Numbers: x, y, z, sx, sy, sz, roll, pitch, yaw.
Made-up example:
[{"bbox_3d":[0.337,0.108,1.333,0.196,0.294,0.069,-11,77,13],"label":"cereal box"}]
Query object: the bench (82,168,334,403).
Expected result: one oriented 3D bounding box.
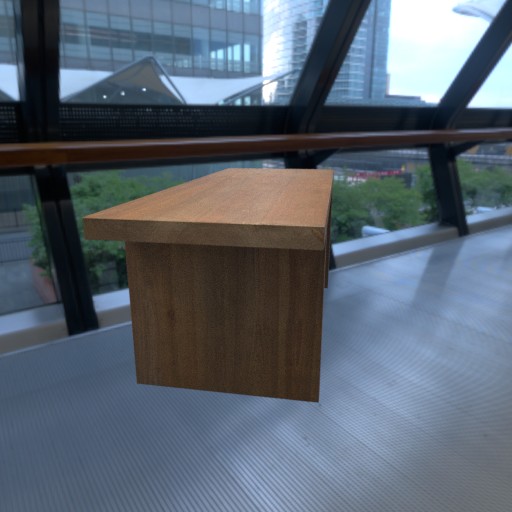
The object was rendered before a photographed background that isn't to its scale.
[{"bbox_3d":[0.000,0.000,1.428,0.458,0.458,1.183,3,16,10],"label":"bench"}]
